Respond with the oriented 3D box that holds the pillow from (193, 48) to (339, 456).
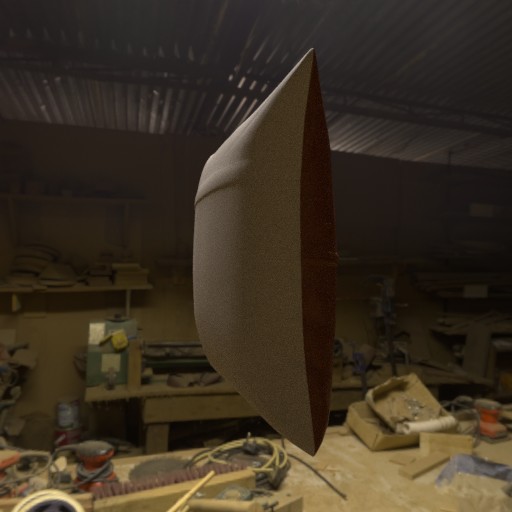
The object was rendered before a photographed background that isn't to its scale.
[{"bbox_3d":[0.000,0.000,0.750,0.192,0.477,0.501,0,-1,-17],"label":"pillow"}]
